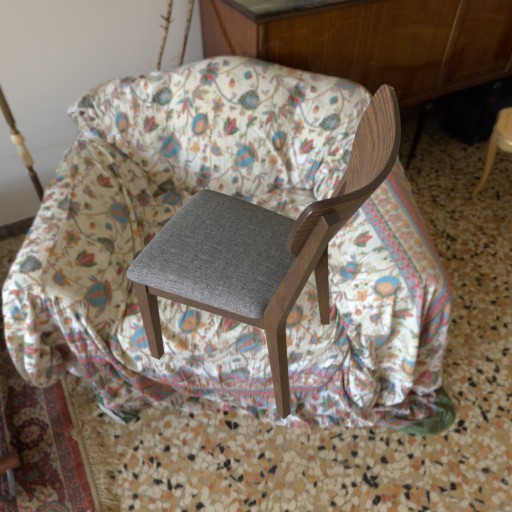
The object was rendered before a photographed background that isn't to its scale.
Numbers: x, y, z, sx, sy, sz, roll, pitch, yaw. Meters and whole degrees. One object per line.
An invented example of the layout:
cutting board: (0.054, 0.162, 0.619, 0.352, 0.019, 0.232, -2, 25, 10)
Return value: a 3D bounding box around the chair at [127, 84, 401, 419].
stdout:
chair: (0.000, 0.000, 1.203, 0.583, 0.849, 0.491, 19, 49, 17)
